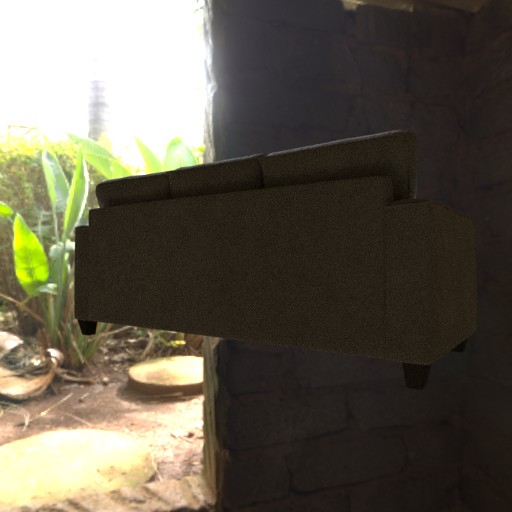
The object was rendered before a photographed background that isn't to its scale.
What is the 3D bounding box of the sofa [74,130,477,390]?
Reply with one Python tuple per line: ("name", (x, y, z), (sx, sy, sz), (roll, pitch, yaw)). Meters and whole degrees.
("sofa", (0.000, 0.000, 2.494), (2.133, 0.965, 0.939), (0, -1, 35))
